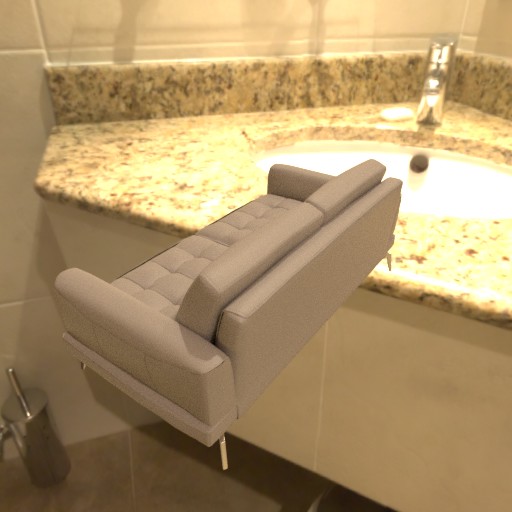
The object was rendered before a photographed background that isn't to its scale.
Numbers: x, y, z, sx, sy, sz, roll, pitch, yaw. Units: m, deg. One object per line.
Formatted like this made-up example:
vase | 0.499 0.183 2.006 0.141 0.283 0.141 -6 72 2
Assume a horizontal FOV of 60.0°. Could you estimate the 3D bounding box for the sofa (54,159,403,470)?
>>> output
sofa | 0.000 0.000 2.759 1.121 0.930 2.177 21 37 30
